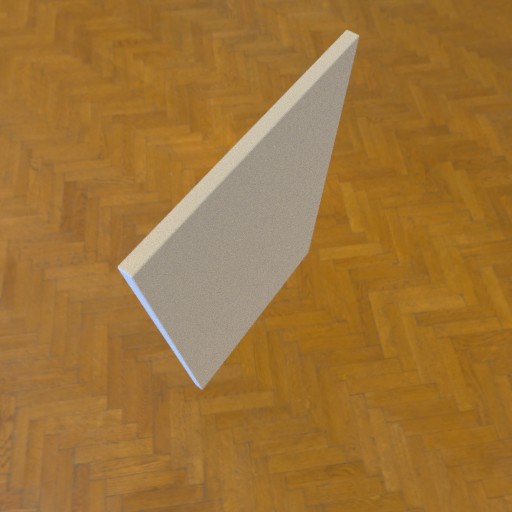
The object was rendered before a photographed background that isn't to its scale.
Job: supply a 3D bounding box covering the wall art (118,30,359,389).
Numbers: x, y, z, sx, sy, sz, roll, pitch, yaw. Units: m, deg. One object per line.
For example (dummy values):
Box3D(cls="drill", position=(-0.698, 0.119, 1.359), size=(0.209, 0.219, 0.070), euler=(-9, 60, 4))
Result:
Box3D(cls="wall art", position=(0.000, 0.000, 1.018), size=(0.026, 0.813, 0.556), euler=(34, 68, 15))
